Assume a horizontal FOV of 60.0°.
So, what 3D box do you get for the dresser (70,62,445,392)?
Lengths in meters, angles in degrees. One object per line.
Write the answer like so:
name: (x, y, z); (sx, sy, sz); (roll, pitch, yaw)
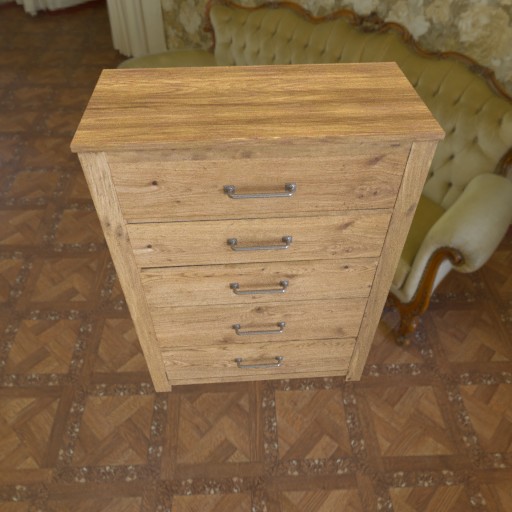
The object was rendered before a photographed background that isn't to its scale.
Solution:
dresser: (0.000, 0.000, 1.940); (1.081, 1.431, 0.558); (-2, 45, -2)
